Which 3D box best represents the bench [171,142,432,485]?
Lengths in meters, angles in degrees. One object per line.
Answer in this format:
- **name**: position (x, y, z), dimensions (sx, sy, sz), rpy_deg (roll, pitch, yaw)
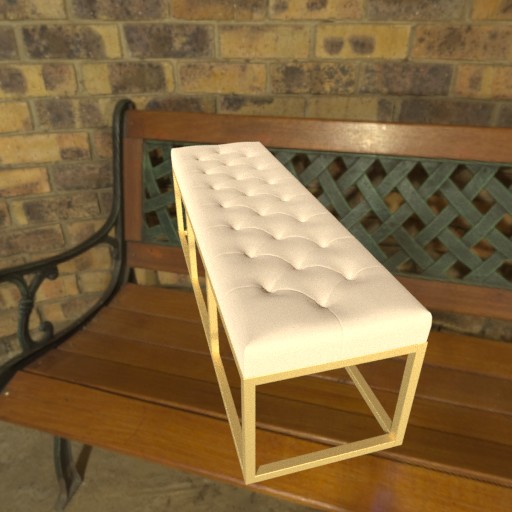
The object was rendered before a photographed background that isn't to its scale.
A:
- **bench**: position (0.000, 0.000, 1.695), dimensions (0.457, 0.484, 1.473), rpy_deg (-8, 31, -13)
